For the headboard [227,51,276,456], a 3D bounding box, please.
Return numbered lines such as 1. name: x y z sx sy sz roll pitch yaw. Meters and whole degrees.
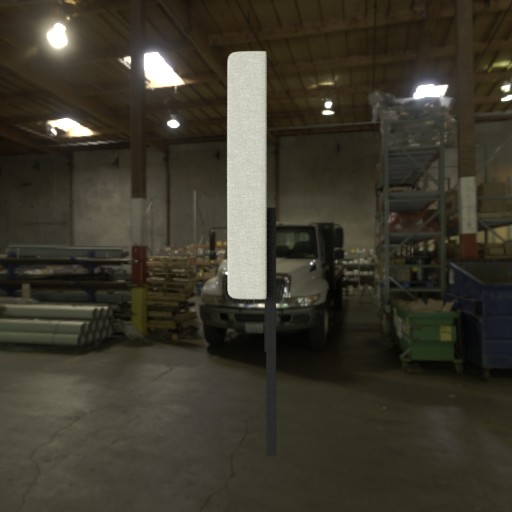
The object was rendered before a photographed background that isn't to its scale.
1. headboard: 0.000 0.000 2.670 0.184 1.524 2.051 0 0 1
